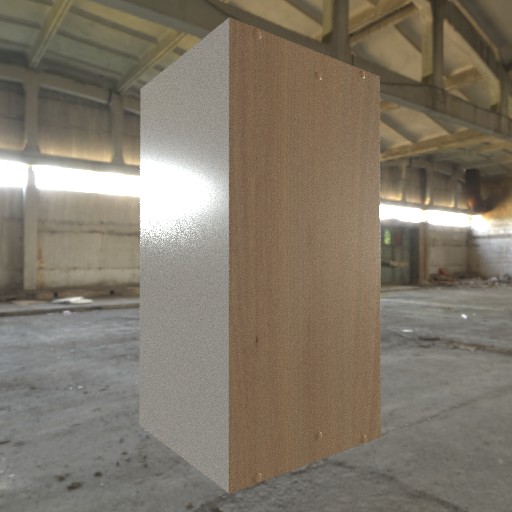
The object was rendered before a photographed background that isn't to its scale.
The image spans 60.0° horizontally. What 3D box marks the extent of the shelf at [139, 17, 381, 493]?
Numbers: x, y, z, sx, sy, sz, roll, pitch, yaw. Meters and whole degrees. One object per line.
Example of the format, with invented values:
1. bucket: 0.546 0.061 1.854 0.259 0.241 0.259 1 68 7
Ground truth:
1. shelf: 0.000 0.000 0.756 0.297 0.594 0.290 1 -1 -37
